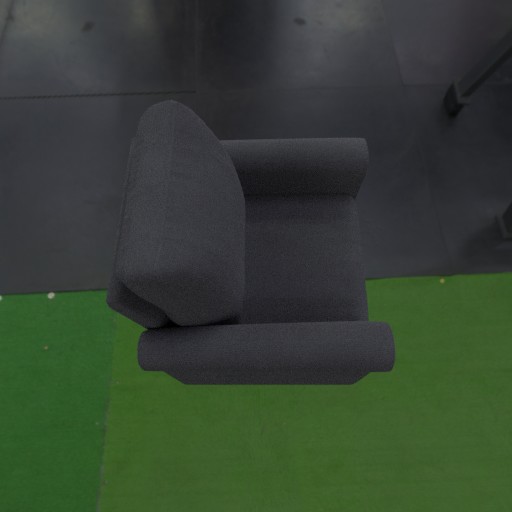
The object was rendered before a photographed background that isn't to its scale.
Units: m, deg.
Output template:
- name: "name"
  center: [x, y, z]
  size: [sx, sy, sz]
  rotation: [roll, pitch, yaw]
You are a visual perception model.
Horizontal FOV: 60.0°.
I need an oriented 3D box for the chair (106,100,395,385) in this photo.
- name: "chair"
  center: [0.000, 0.000, 1.608]
  size: [0.828, 0.942, 0.867]
  rotation: [0, 64, 0]
